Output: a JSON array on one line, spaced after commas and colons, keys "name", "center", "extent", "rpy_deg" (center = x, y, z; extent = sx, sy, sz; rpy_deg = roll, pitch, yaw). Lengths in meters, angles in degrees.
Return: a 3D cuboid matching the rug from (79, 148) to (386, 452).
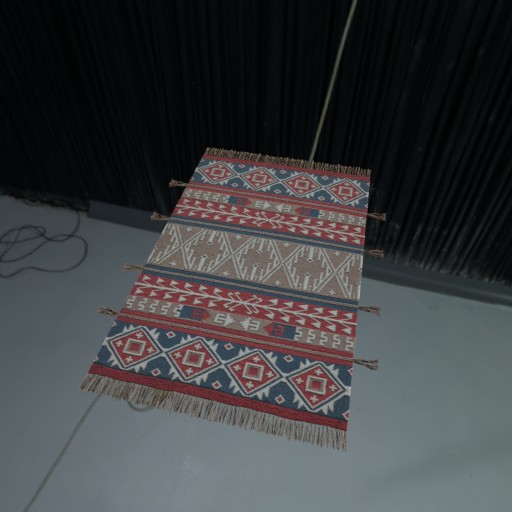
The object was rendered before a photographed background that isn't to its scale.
[{"name": "rug", "center": [0.000, 0.000, 2.607], "extent": [1.469, 0.040, 2.025], "rpy_deg": [10, 48, 9]}]
